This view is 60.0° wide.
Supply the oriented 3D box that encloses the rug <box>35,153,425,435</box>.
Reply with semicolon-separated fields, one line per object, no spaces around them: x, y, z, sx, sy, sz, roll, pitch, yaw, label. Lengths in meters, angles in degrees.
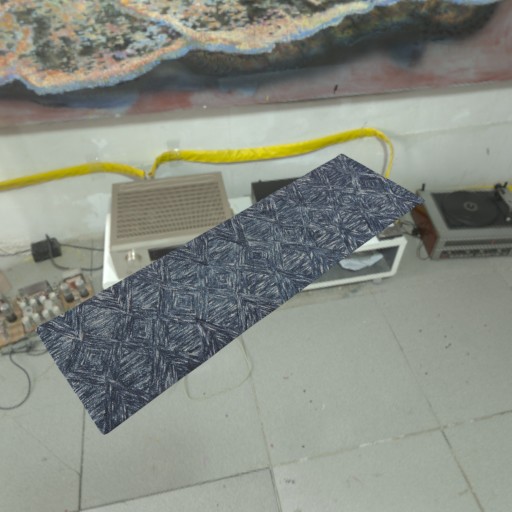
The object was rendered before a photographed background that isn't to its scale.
0.000;0.000;2.532;2.306;0.013;0.719;-33;55;-27;rug
